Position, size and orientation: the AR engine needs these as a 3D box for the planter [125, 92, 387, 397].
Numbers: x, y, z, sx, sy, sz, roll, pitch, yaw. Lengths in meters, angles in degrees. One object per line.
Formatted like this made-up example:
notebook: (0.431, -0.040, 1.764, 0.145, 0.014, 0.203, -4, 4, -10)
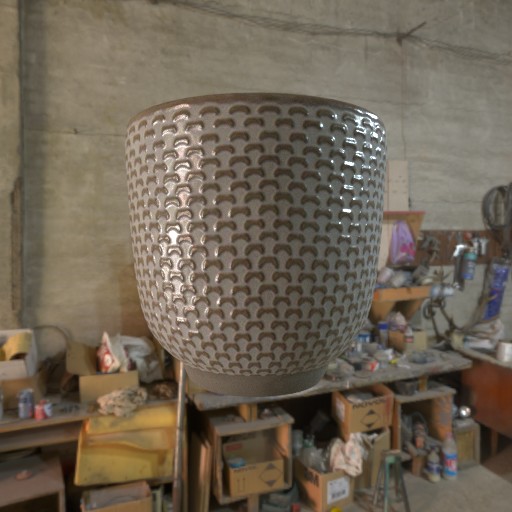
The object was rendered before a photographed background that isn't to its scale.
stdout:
planter: (0.000, 0.000, 0.349, 0.197, 0.191, 0.197, 0, 1, 0)
